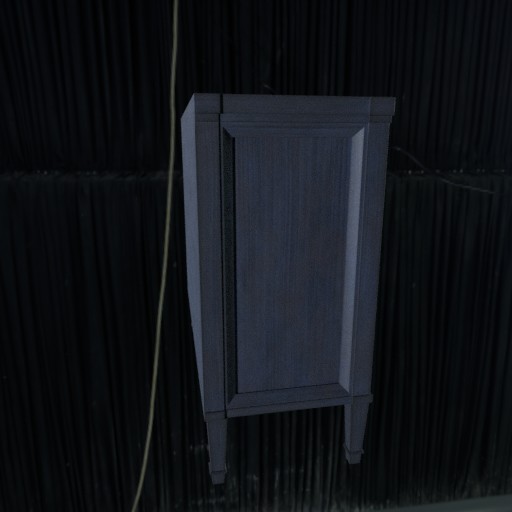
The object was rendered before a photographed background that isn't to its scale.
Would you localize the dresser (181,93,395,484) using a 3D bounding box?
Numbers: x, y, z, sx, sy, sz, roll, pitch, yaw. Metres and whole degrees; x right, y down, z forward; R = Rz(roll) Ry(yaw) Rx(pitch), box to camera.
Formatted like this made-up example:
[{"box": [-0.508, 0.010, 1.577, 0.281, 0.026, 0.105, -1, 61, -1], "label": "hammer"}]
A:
[{"box": [0.000, 0.000, 1.585, 0.463, 0.986, 1.049, -3, 15, -10], "label": "dresser"}]
